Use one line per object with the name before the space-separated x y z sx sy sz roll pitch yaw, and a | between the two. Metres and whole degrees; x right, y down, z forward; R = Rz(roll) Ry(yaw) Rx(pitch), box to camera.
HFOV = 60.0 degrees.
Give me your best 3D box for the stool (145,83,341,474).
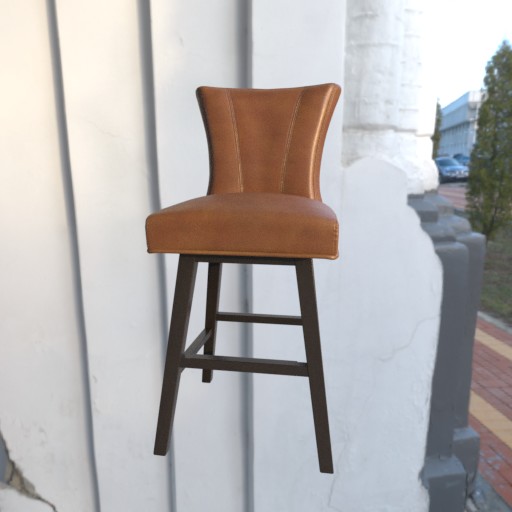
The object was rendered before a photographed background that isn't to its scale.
stool | 0.000 0.000 1.415 0.522 1.094 0.585 2 13 9
